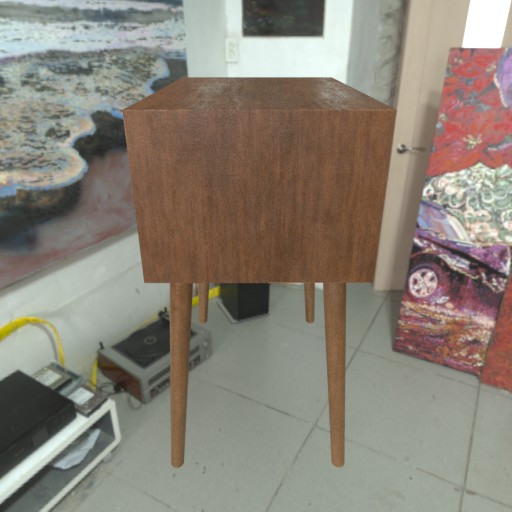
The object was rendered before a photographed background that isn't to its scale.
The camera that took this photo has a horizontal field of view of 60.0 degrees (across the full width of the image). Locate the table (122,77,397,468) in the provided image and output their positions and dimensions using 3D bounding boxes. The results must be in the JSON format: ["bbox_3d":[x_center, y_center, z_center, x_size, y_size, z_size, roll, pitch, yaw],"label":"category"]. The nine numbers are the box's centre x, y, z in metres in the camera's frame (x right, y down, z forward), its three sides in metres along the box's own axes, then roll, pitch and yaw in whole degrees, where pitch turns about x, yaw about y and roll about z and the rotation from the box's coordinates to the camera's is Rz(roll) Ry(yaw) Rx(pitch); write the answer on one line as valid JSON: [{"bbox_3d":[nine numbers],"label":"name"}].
[{"bbox_3d":[0.000,0.000,0.817,0.307,0.580,0.454,0,26,0],"label":"table"}]
